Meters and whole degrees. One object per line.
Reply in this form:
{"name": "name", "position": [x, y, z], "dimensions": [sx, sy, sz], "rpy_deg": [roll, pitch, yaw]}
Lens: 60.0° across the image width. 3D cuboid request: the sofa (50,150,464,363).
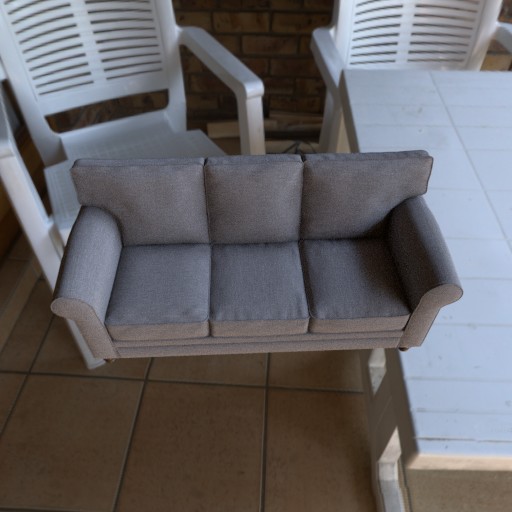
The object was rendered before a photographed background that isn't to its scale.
{"name": "sofa", "position": [0.000, 0.000, 2.597], "dimensions": [2.084, 0.961, 0.916], "rpy_deg": [-2, 47, -2]}
